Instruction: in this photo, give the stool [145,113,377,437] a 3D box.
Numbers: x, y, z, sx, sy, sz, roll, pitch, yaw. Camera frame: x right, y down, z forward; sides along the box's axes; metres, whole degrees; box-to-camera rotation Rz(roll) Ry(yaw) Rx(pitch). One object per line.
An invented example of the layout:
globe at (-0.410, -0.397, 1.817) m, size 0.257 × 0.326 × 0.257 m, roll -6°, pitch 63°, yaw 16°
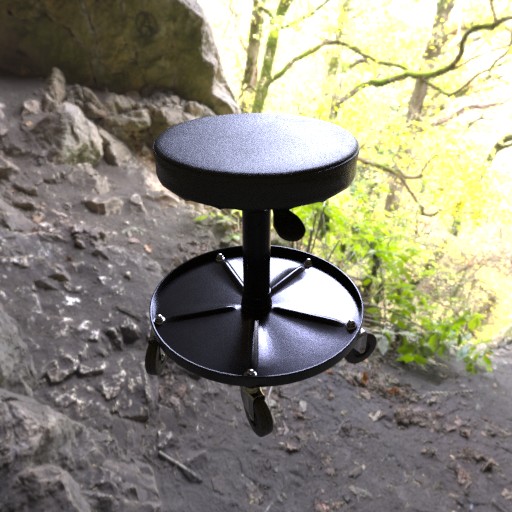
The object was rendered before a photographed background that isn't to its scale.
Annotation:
stool at (0.000, 0.000, 0.679) m, size 0.381 × 0.365 × 0.382 m, roll -11°, pitch 33°, yaw -17°
